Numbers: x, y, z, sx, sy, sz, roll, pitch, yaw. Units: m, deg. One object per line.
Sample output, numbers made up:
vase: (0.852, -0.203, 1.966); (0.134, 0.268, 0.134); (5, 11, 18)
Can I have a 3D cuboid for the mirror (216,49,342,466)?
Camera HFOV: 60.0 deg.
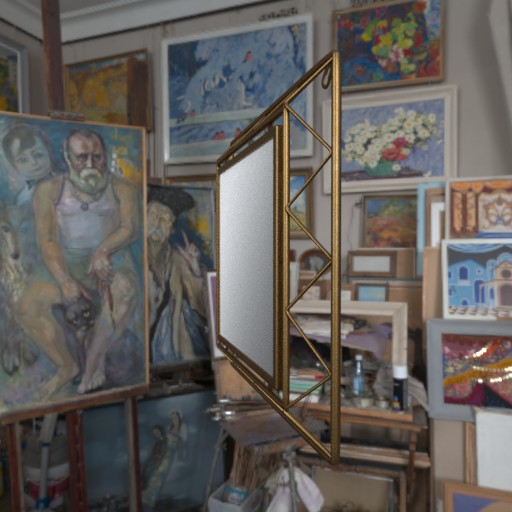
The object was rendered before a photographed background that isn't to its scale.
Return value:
mirror: (0.000, 0.000, 0.625); (0.046, 0.414, 0.416); (0, 1, -18)
